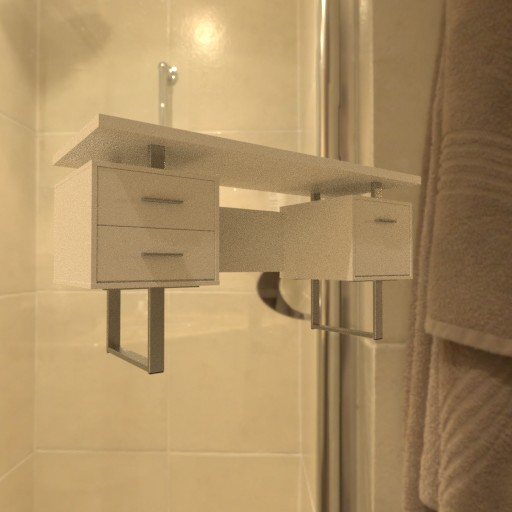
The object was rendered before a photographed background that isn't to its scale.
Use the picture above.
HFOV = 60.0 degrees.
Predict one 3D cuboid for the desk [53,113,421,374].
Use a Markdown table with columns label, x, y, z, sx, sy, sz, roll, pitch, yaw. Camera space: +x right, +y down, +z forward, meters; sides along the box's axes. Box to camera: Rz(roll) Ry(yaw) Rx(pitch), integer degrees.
| label | x | y | z | sx | sy | sz | roll | pitch | yaw |
| --- | --- | --- | --- | --- | --- | --- | --- | --- | --- |
| desk | 0.000 | 0.000 | 1.925 | 1.530 | 0.773 | 0.603 | 1 | -1 | -36 |
